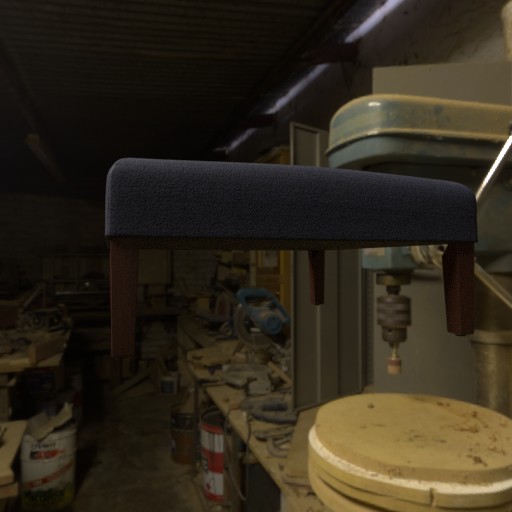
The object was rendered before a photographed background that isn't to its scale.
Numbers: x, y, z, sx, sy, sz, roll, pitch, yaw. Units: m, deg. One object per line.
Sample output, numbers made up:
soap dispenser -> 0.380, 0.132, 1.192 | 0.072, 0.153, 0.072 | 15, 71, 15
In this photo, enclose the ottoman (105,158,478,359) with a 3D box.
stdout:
ottoman -> 0.000, 0.000, 1.389 | 0.890, 0.411, 0.889 | 0, -1, -18
